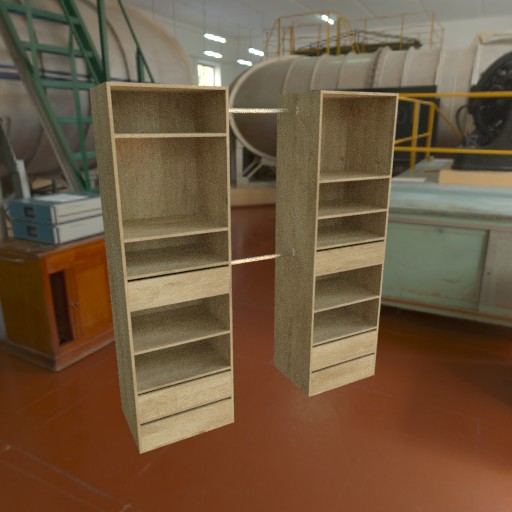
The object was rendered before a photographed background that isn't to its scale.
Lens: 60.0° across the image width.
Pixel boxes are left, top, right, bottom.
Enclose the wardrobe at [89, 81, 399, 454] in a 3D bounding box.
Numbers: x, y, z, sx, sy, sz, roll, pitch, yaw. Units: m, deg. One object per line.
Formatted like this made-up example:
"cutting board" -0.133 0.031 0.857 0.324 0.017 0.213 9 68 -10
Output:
"wardrobe" 0.000 0.000 2.864 1.770 2.000 0.480 -9 19 -27
